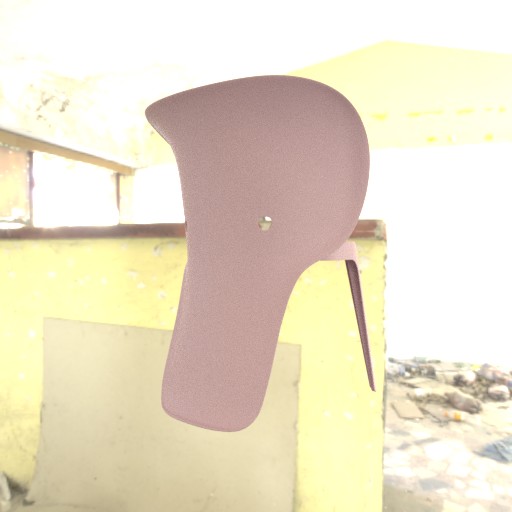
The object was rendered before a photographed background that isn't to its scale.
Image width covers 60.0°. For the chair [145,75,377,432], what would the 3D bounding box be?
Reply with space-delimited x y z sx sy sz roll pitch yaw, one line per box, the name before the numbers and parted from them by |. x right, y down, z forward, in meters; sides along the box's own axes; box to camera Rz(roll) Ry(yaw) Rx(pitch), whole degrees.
chair | 0.000 0.000 0.885 0.451 0.554 0.402 1 2 38
